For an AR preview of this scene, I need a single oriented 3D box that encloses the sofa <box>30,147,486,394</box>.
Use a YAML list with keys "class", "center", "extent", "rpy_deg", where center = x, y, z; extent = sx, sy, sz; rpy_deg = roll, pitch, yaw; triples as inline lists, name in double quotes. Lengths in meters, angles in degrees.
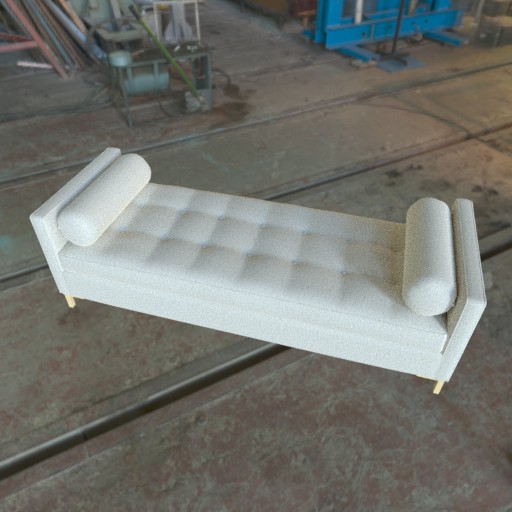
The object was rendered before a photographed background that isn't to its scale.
- class: "sofa"
  center: [0.000, 0.000, 2.285]
  extent: [1.985, 0.641, 0.746]
  rpy_deg: [11, 42, 12]
